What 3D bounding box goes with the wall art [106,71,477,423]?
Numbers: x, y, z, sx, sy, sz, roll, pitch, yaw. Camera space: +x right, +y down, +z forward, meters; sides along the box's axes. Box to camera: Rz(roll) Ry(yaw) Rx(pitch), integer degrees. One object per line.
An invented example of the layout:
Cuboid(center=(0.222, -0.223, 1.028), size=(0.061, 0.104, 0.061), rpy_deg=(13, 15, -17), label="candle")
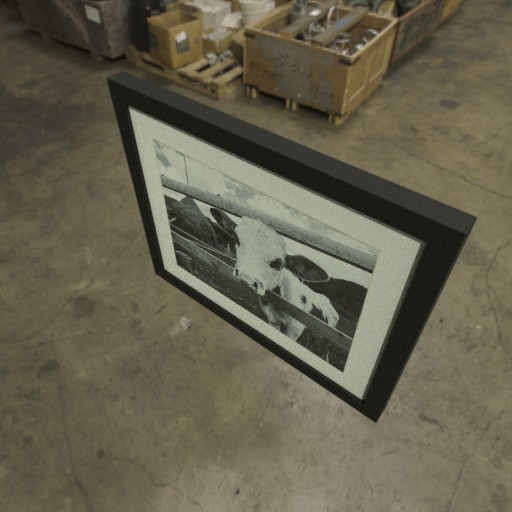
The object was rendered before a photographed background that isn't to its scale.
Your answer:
Cuboid(center=(0.000, 0.000, 0.531), size=(0.404, 0.329, 0.024), rpy_deg=(30, 53, 25), label="wall art")
